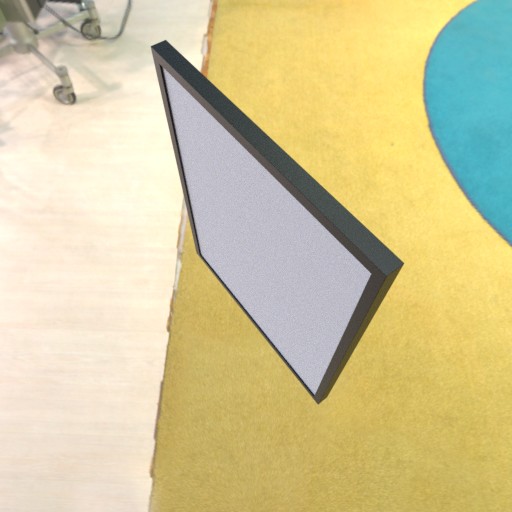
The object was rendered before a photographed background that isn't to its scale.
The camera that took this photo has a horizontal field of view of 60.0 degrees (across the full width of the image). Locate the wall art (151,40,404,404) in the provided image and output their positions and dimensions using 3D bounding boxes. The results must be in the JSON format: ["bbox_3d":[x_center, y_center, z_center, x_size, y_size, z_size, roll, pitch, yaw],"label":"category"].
[{"bbox_3d":[0.000,0.000,0.547,0.018,0.397,0.325,-33,65,-18],"label":"wall art"}]
